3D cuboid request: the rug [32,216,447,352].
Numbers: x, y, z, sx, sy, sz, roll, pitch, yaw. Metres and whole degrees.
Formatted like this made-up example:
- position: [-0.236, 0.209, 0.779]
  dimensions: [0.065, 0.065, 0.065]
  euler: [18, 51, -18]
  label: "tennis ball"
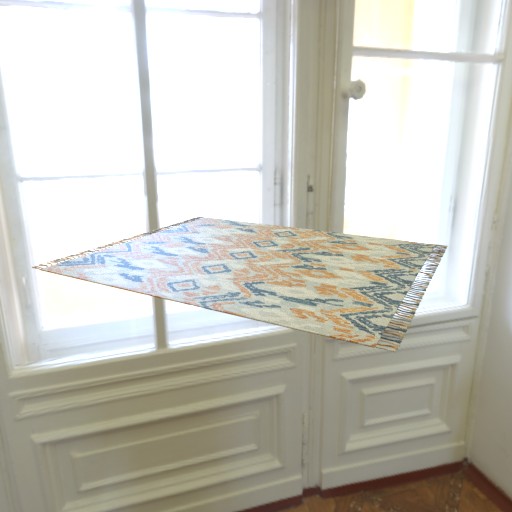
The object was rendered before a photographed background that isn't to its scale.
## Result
- position: [0.000, 0.000, 4.102]
  dimensions: [3.048, 0.010, 2.439]
  euler: [9, 19, 27]
  label: "rug"
